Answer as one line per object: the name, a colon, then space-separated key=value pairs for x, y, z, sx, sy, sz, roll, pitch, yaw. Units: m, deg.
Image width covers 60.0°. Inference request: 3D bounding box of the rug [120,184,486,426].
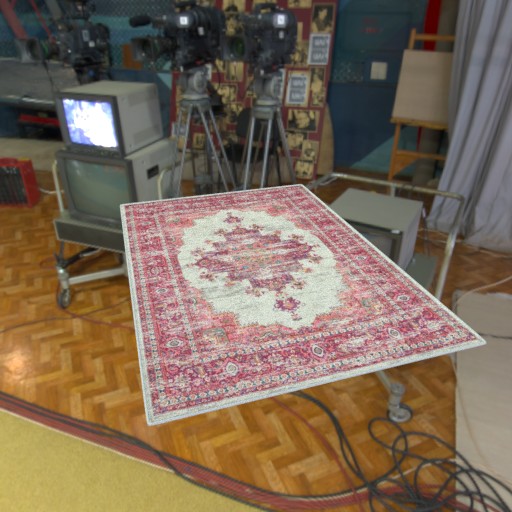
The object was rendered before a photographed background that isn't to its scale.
rug: x=0.000 y=0.000 z=2.782 sx=1.555 sy=0.011 sz=2.232 roll=-9 pitch=30 yaw=-15
